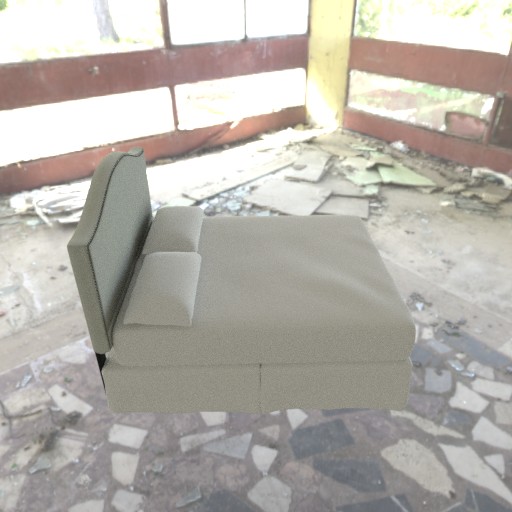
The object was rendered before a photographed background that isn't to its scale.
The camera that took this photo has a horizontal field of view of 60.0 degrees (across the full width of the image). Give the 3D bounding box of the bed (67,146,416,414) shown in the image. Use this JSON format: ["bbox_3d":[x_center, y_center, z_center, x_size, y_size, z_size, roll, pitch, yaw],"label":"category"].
[{"bbox_3d":[0.000,0.000,3.505,2.180,1.607,1.813,-1,32,-1],"label":"bed"}]
